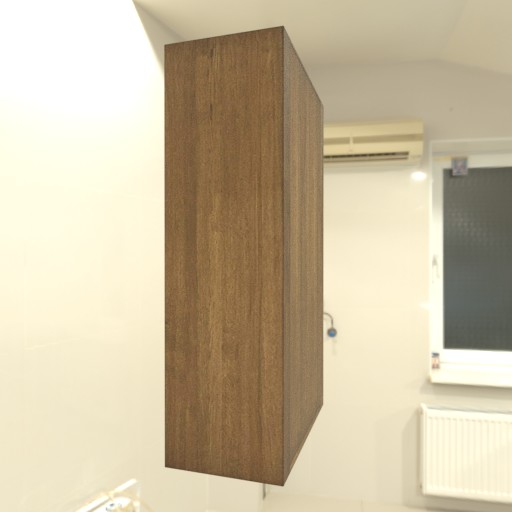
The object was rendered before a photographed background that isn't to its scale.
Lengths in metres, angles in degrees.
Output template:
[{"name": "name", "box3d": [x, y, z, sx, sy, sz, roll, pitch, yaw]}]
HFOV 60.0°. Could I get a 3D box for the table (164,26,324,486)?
[{"name": "table", "box3d": [0.000, 0.000, 2.536, 0.600, 2.000, 1.100, 0, 0, 18]}]
